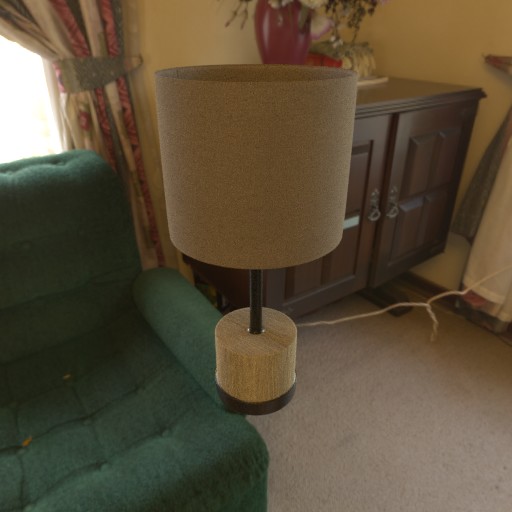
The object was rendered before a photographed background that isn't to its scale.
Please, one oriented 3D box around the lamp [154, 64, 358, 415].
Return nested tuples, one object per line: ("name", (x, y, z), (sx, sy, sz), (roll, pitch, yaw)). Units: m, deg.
("lamp", (0.000, 0.000, 0.609), (0.229, 0.470, 0.229), (20, 33, 33))
